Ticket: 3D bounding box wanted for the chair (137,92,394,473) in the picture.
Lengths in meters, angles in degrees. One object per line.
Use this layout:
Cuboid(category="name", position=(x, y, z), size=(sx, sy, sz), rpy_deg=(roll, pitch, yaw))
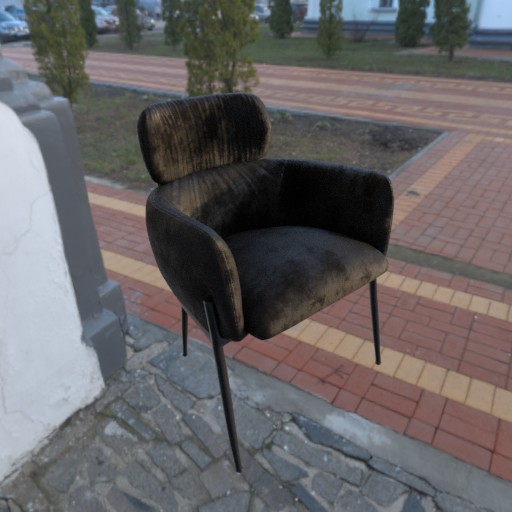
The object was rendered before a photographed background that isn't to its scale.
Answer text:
Cuboid(category="chair", position=(0.000, 0.000, 1.299), size=(0.640, 0.818, 0.604), rpy_deg=(-23, 37, -35))
